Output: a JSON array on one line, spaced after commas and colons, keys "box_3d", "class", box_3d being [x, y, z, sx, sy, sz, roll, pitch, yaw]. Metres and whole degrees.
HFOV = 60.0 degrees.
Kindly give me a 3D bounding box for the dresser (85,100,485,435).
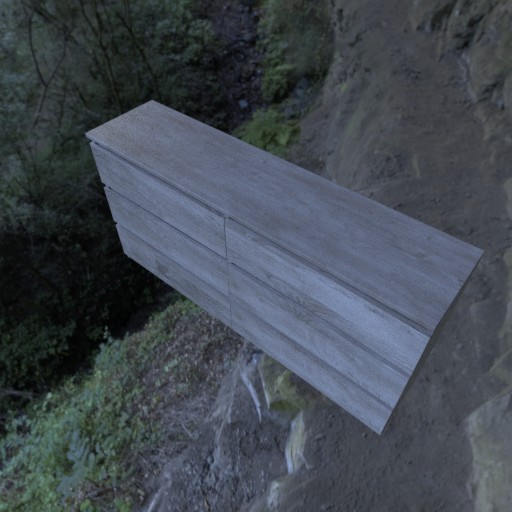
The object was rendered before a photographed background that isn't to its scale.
[{"box_3d": [0.000, 0.000, 1.955, 1.590, 0.795, 0.390, 30, 54, 26], "class": "dresser"}]
